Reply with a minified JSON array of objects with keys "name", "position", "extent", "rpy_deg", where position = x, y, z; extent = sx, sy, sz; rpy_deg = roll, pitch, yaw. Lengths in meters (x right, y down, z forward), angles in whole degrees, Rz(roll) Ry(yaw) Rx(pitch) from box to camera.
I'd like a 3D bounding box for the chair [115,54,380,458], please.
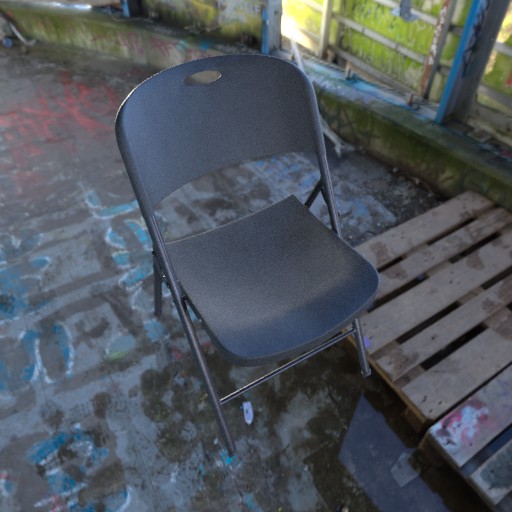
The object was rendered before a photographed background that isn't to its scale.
[{"name":"chair","position":[0.000,0.000,1.143],"extent":[0.494,0.810,0.567],"rpy_deg":[-23,51,-20]}]
